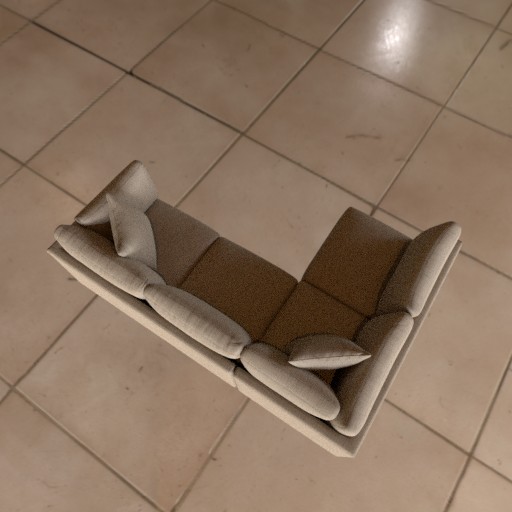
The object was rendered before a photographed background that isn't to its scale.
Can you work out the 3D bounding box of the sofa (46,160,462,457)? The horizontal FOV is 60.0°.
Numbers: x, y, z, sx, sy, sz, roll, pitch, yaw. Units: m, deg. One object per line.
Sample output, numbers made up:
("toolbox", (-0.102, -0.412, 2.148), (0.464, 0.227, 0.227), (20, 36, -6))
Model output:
("sofa", (0.000, 0.000, 3.888), (2.896, 0.978, 1.994), (30, 68, 14))
